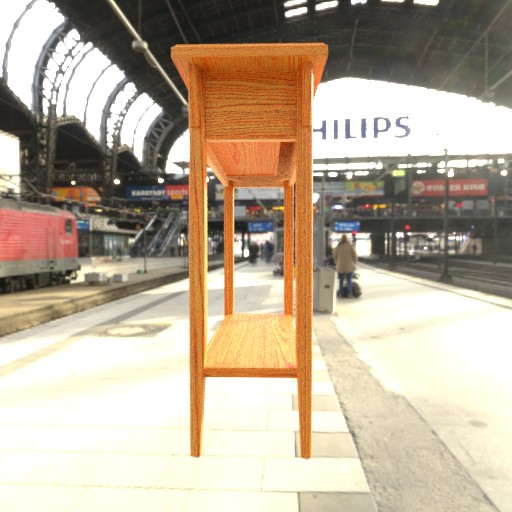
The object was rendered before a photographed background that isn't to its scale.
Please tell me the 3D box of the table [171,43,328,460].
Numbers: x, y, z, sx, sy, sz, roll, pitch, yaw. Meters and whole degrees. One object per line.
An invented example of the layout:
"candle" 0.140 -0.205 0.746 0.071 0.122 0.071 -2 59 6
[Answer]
"table" 0.000 0.000 1.105 0.254 0.711 0.762 0 1 2
